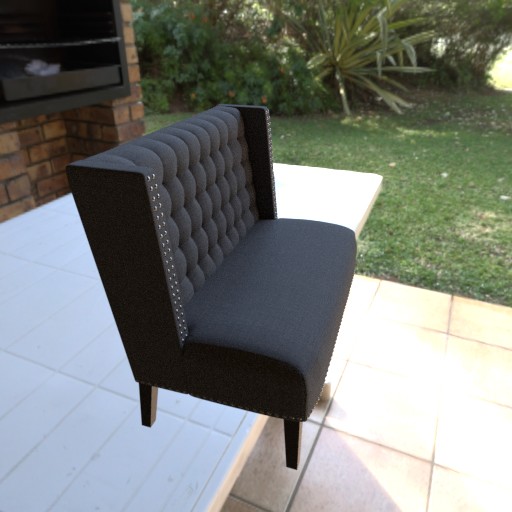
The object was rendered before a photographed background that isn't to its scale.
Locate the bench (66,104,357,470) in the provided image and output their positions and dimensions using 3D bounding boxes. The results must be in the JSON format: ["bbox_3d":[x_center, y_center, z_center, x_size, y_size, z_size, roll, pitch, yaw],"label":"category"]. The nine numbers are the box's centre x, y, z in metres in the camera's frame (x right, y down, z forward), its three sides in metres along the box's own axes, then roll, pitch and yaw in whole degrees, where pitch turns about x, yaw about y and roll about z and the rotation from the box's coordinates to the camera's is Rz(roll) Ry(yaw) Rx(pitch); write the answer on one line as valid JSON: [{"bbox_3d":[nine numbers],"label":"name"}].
[{"bbox_3d":[0.000,0.000,2.043,0.842,1.121,1.276,9,29,16],"label":"bench"}]
